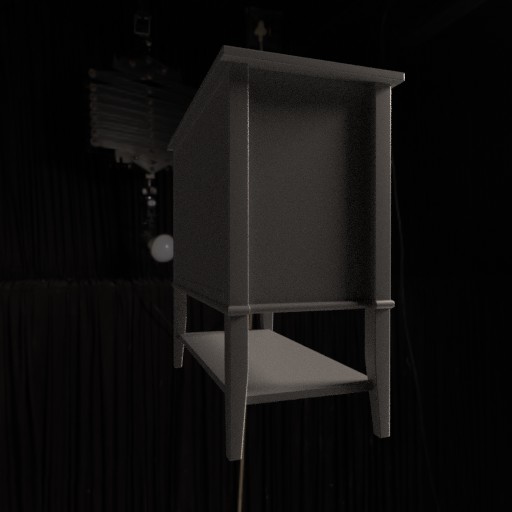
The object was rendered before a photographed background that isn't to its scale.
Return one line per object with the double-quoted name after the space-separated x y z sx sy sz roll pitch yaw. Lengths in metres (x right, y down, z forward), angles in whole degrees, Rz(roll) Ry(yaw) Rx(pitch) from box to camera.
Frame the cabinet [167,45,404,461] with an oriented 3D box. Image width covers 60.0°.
0.000 0.000 1.258 0.396 0.780 0.801 0 0 -18 "cabinet"
